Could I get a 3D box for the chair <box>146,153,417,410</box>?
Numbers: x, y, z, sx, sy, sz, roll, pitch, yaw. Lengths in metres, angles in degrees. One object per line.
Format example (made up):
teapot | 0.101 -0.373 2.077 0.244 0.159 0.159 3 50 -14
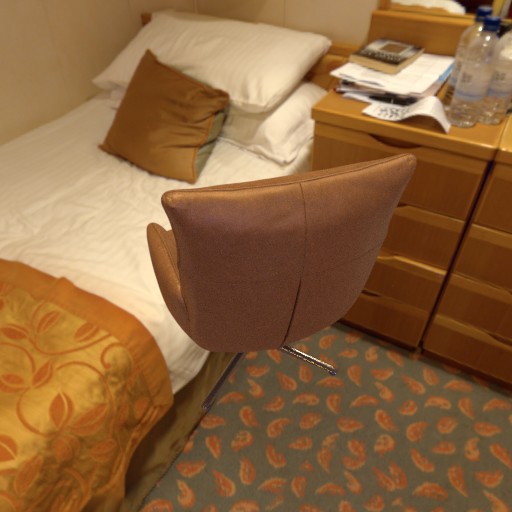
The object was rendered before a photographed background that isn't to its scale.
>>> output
chair | 0.000 0.000 1.557 0.711 1.027 0.794 -11 42 -12
